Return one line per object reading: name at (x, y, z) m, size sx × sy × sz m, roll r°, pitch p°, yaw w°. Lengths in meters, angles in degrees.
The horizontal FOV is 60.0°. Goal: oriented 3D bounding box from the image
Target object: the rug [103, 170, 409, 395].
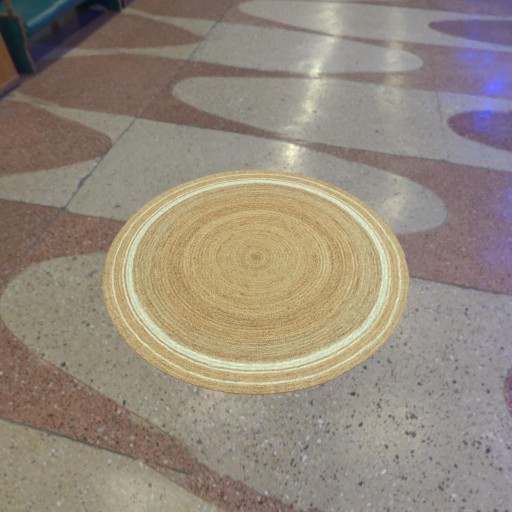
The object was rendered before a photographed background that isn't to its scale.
rug at (0.000, 0.000, 3.642) m, size 2.444 × 0.015 × 2.444 m, roll 0°, pitch 45°, yaw 0°
